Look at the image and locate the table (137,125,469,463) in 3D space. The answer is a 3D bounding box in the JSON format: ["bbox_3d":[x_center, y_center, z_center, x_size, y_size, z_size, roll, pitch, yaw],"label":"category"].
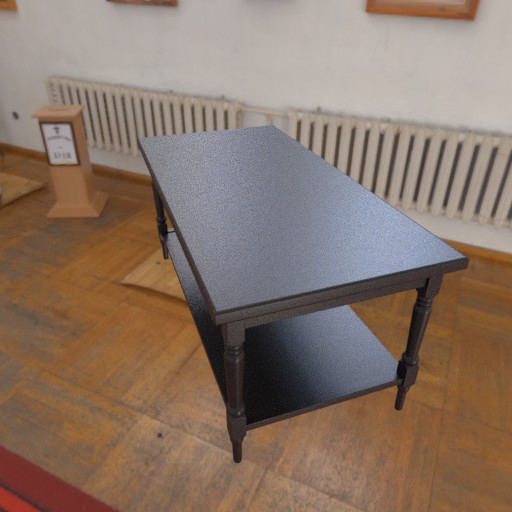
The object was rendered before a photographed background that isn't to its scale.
[{"bbox_3d":[0.000,0.000,1.419,0.550,0.510,1.107,-11,33,-17],"label":"table"}]
